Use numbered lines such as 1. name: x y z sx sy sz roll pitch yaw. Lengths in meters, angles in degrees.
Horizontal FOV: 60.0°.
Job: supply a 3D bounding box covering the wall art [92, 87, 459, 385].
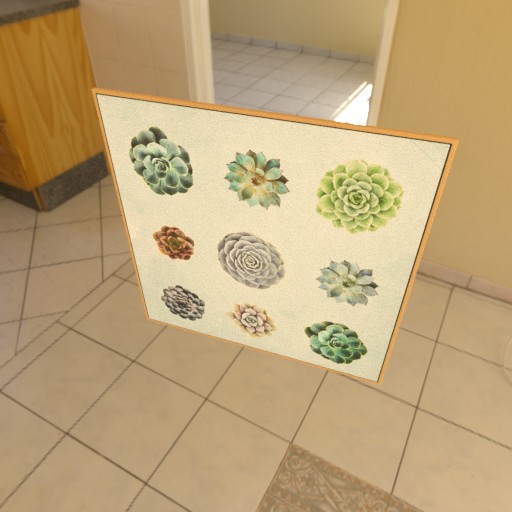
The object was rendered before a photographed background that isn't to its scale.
1. wall art: 0.000 0.000 1.426 0.962 0.959 0.013 13 42 14
